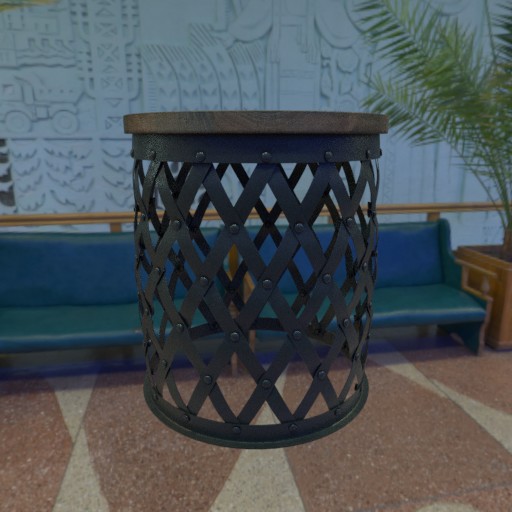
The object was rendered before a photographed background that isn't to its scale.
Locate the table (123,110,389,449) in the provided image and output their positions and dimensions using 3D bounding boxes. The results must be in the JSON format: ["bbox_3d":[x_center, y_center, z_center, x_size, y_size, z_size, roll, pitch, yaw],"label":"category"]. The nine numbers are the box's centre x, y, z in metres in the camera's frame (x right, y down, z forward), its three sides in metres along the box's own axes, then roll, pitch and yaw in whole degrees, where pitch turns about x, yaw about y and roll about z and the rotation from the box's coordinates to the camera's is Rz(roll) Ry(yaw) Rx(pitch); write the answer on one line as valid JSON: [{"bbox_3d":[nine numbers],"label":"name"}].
[{"bbox_3d":[0.000,0.000,0.759,0.405,0.454,0.405,0,15,0],"label":"table"}]
